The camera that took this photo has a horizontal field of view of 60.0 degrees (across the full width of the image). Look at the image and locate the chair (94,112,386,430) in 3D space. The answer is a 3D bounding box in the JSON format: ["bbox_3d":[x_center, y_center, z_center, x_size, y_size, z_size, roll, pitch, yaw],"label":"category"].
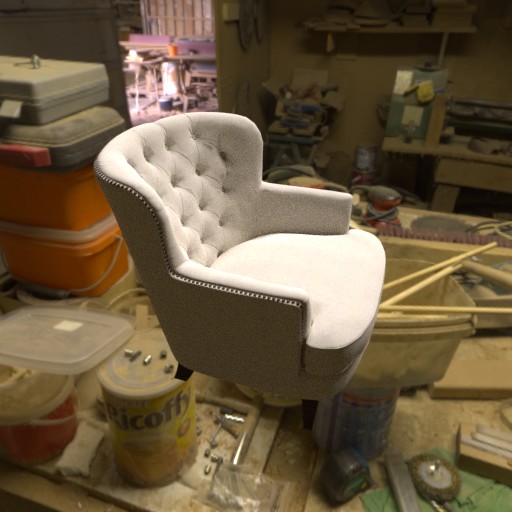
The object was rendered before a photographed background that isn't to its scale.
[{"bbox_3d":[0.000,0.000,1.605,0.906,0.868,0.848,10,32,17],"label":"chair"}]
